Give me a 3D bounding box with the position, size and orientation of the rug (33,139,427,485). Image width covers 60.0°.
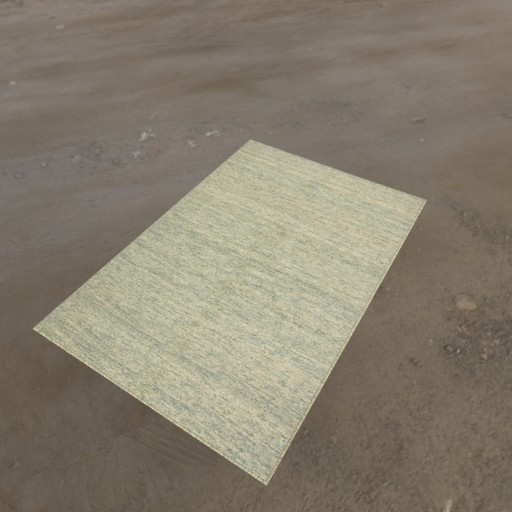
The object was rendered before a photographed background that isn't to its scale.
[{"bbox_3d":[0.000,0.000,2.336,1.250,0.015,1.850,24,51,21],"label":"rug"}]
